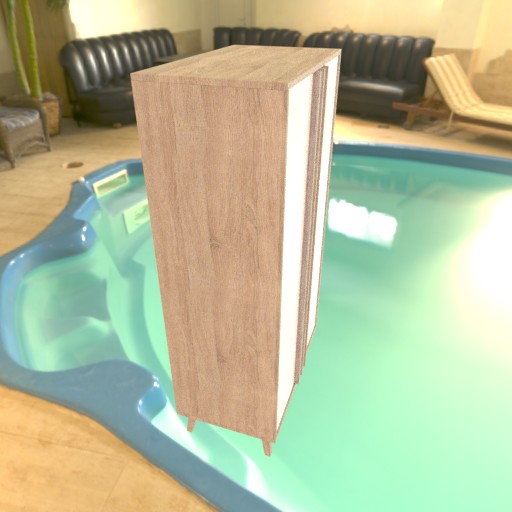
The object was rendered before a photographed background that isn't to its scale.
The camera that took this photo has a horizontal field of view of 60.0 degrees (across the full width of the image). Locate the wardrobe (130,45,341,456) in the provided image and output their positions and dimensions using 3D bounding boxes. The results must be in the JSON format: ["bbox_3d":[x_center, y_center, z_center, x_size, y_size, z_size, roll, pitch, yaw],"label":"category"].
[{"bbox_3d":[0.000,0.000,2.396,0.600,1.960,1.000,10,32,16],"label":"wardrobe"}]
